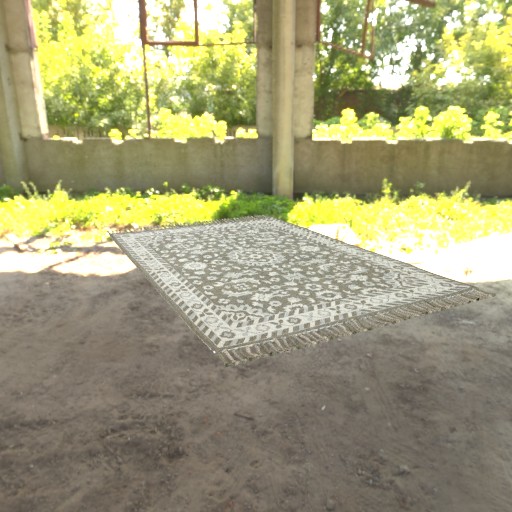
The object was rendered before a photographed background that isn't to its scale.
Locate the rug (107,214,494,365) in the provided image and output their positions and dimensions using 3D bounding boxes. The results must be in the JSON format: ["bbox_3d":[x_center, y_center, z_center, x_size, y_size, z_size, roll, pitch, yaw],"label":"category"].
[{"bbox_3d":[0.000,0.000,2.960,1.530,0.025,2.431,-8,18,-27],"label":"rug"}]
